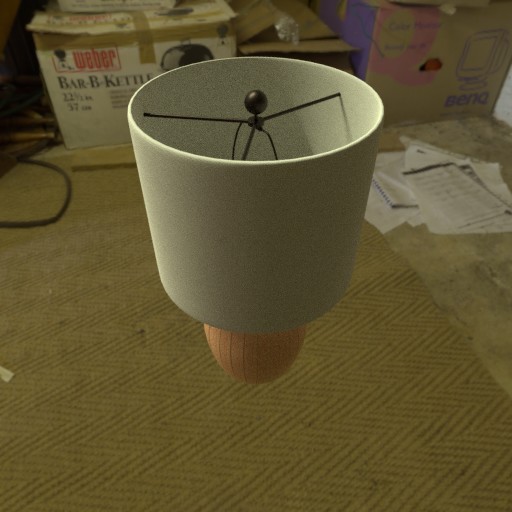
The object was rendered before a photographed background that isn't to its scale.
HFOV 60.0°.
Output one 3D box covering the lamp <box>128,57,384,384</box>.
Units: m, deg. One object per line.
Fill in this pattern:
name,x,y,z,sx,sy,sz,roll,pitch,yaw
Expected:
lamp,0.000,0.000,0.759,0.329,0.570,0.329,0,42,0
